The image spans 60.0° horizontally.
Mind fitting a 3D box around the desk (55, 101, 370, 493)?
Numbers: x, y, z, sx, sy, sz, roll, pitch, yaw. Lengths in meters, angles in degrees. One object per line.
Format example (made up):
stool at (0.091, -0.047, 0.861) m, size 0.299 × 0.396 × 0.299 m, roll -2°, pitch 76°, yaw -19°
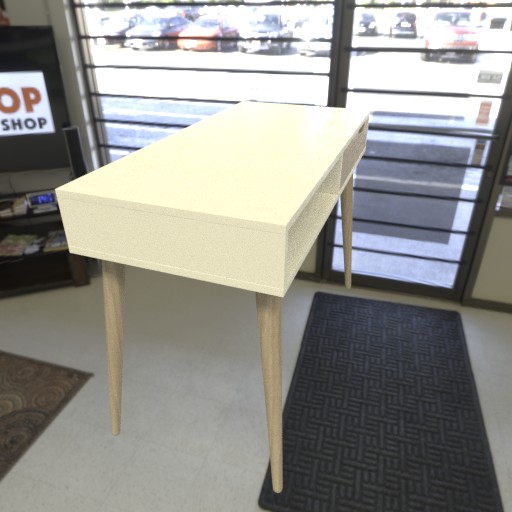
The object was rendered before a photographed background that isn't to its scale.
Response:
desk at (0.000, 0.000, 1.367) m, size 0.491 × 0.723 × 0.979 m, roll 10°, pitch 31°, yaw 18°
